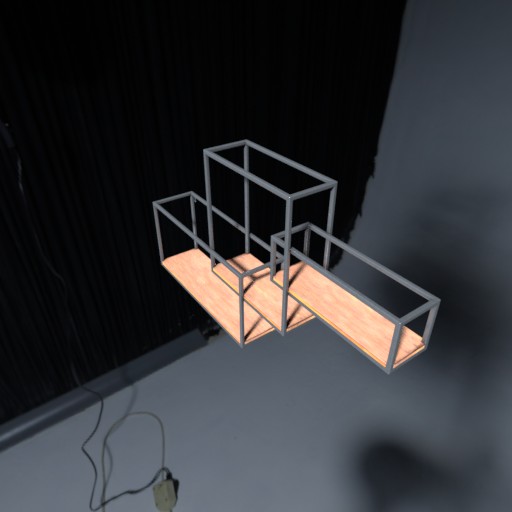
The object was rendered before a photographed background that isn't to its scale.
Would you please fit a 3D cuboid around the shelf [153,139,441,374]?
[{"bbox_3d":[0.000,0.000,2.140,0.275,0.972,1.781,-21,39,-29],"label":"shelf"}]
